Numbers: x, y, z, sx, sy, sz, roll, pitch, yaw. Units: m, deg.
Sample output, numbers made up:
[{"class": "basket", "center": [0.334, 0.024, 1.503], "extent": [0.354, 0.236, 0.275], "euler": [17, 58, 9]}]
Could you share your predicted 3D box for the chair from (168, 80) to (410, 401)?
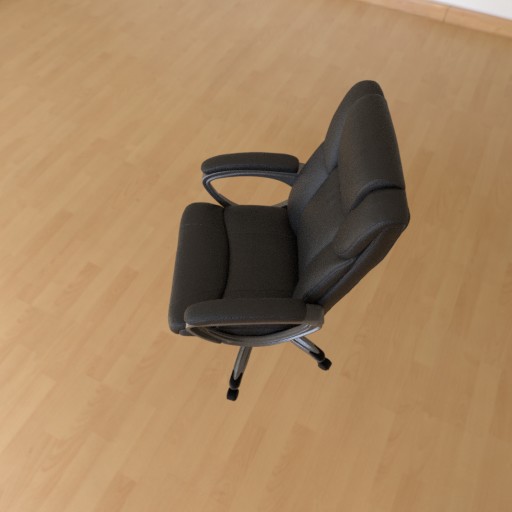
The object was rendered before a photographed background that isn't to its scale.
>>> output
[{"class": "chair", "center": [0.000, 0.000, 1.554], "extent": [0.719, 1.130, 0.721], "euler": [2, 57, 1]}]
